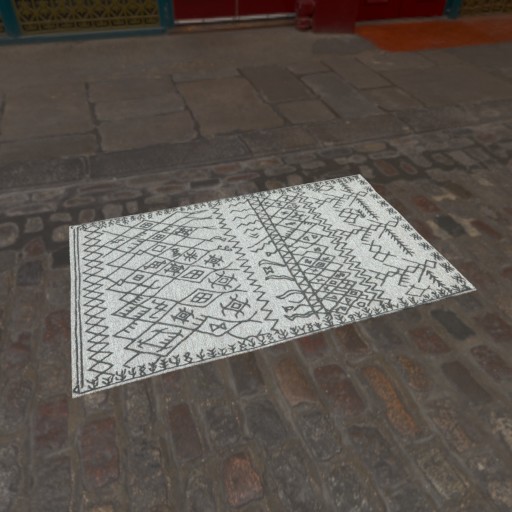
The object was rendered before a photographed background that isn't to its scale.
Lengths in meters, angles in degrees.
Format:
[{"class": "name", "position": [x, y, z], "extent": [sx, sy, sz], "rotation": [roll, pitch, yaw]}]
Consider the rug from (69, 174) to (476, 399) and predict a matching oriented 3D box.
[{"class": "rug", "position": [0.000, 0.000, 4.797], "extent": [3.824, 0.019, 2.393], "rotation": [-12, 42, -14]}]
